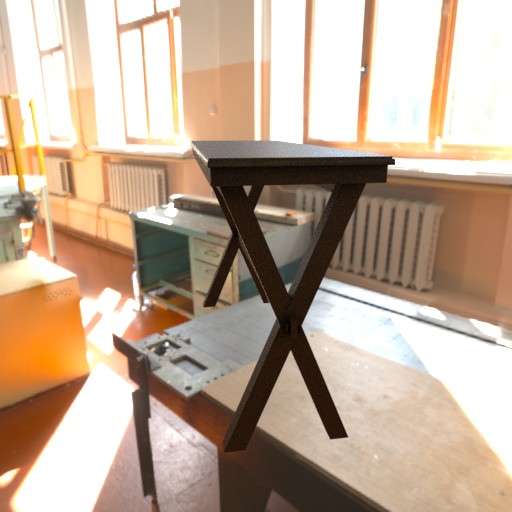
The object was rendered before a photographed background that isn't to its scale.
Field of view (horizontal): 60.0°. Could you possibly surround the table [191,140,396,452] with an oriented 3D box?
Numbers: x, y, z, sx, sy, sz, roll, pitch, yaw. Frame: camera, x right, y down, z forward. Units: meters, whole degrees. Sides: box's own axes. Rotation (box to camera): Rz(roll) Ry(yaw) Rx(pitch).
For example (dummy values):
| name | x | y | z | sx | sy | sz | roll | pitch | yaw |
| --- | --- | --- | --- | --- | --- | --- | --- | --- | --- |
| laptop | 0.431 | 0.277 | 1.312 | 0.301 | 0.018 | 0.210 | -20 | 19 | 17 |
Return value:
| name | x | y | z | sx | sy | sz | roll | pitch | yaw |
| --- | --- | --- | --- | --- | --- | --- | --- | --- | --- |
| table | 0.000 | 0.000 | 1.580 | 0.399 | 0.763 | 1.197 | -3 | 16 | -9 |
